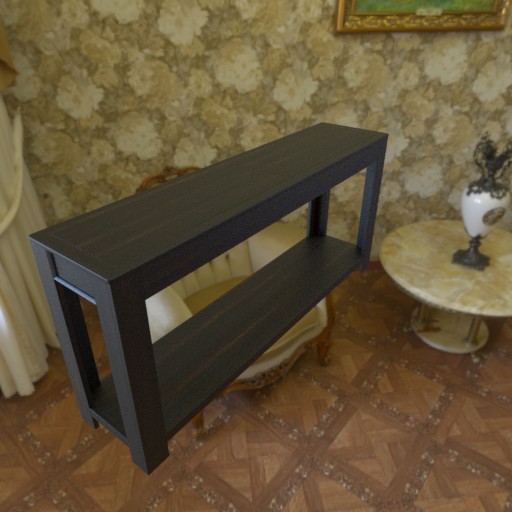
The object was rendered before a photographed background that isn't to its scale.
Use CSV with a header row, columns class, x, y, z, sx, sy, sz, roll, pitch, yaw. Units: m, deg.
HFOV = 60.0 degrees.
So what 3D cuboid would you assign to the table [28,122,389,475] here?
class,x,y,z,sx,sy,sz,roll,pitch,yaw
table,0.000,0.000,1.899,0.384,0.762,1.631,21,37,32
